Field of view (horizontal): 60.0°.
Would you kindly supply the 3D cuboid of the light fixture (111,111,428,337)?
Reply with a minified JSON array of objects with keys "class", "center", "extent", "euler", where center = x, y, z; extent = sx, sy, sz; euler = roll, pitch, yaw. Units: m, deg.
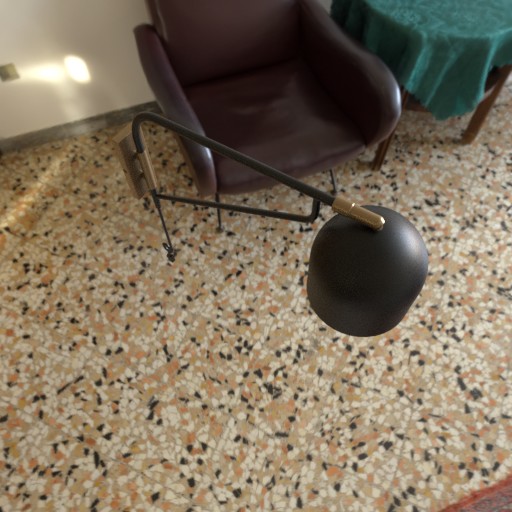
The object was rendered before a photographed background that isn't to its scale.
[{"class":"light fixture","center":[0.000,0.000,1.083],"extent":[0.720,0.696,0.215],"euler":[30,64,16]}]
